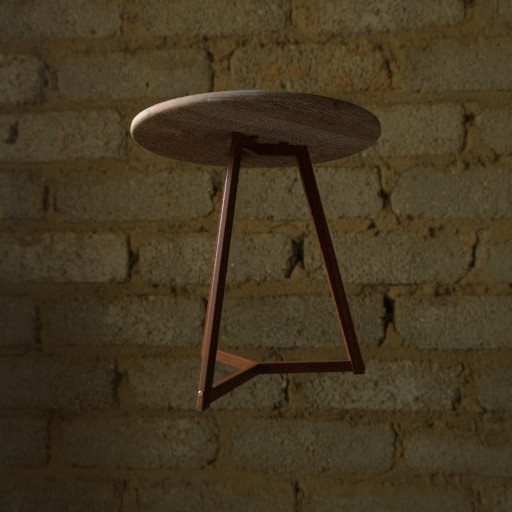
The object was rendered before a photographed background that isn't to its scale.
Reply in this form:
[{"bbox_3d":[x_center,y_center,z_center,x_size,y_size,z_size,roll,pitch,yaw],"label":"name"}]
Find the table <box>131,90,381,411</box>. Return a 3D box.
[{"bbox_3d":[0.000,0.000,0.918,0.500,0.500,0.500,0,0,0],"label":"table"}]
